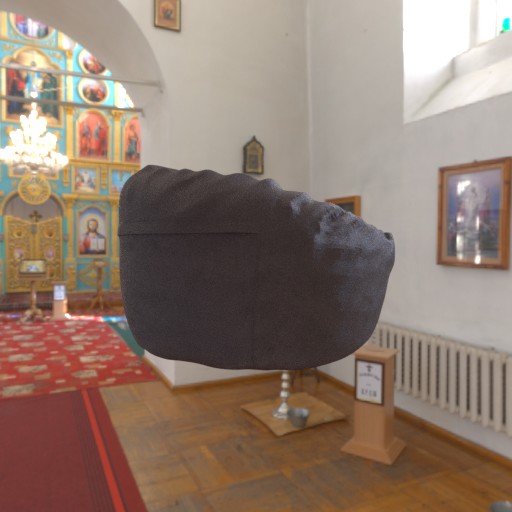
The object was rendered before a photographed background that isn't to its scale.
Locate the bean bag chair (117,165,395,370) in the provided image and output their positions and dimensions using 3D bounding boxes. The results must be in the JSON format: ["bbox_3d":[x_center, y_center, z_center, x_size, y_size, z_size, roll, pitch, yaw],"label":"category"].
[{"bbox_3d":[0.000,0.000,2.081,1.245,0.821,1.245,0,0,0],"label":"bean bag chair"}]
